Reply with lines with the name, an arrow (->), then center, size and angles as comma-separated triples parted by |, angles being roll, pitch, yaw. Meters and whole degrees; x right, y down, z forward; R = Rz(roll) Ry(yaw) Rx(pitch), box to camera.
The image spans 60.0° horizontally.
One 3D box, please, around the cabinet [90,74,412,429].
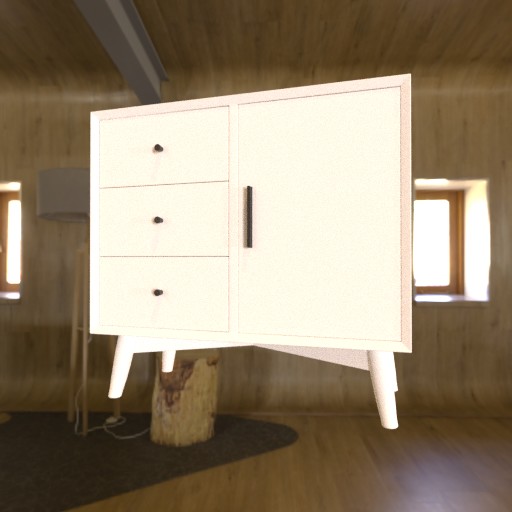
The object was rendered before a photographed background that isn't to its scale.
cabinet -> 0.000, 0.000, 1.226 | 0.800, 0.761, 0.398 | 0, 0, 18
